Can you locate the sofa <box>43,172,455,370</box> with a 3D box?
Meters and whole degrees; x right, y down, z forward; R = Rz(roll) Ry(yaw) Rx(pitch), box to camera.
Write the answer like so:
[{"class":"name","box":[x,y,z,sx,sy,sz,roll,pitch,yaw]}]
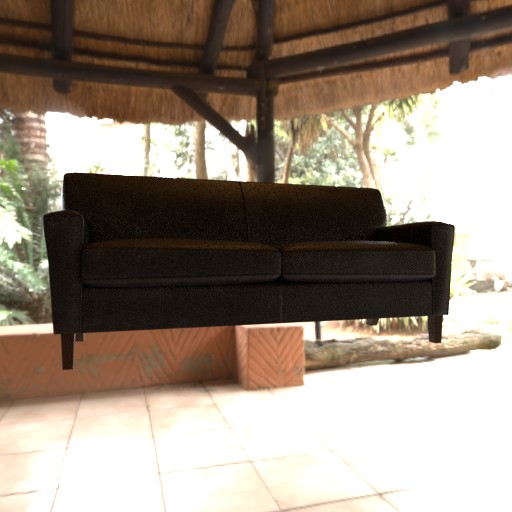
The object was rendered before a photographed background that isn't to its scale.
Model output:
[{"class":"sofa","box":[0.000,0.000,2.449,2.053,0.947,0.805,0,0,-18]}]
